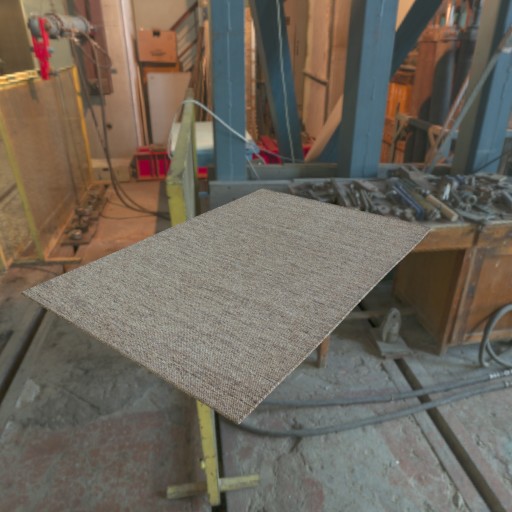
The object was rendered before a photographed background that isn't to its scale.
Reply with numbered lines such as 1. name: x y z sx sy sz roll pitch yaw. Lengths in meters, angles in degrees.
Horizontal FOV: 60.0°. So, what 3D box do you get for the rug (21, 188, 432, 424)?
1. rug: 0.000 0.000 2.854 1.547 0.013 2.283 19 32 32
